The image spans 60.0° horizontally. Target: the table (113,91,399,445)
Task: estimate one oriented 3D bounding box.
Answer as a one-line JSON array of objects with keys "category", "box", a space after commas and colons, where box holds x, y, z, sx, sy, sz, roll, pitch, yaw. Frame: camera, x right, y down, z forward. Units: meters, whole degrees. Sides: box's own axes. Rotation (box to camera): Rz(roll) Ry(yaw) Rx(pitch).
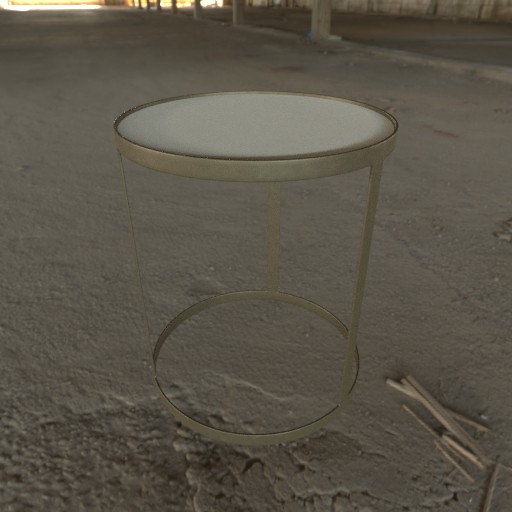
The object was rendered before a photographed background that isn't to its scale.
[{"category": "table", "box": [0.000, 0.000, 0.916, 0.480, 0.565, 0.480, 0, 31, 0]}]
